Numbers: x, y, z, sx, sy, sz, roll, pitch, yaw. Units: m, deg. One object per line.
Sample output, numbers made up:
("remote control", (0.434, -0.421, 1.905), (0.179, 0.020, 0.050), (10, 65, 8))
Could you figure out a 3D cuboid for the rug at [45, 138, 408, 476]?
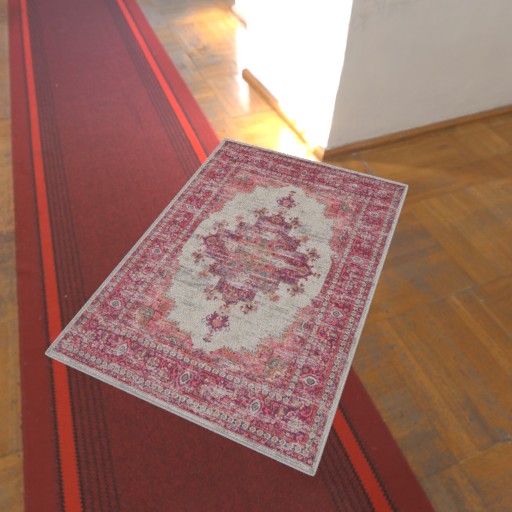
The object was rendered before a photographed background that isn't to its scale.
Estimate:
("rug", (0.000, 0.000, 2.889), (1.555, 0.011, 2.232), (18, 51, 15))
